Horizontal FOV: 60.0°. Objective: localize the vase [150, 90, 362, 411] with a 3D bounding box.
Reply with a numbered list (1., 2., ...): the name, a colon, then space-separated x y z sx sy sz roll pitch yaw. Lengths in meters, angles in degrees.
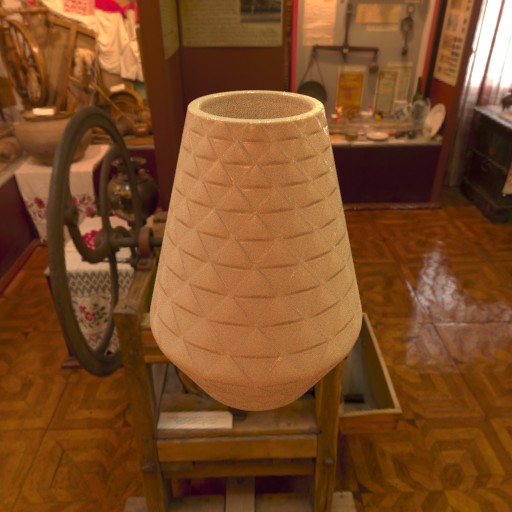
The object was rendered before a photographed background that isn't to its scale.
1. vase: 0.000 0.000 0.347 0.175 0.230 0.175 0 32 0
